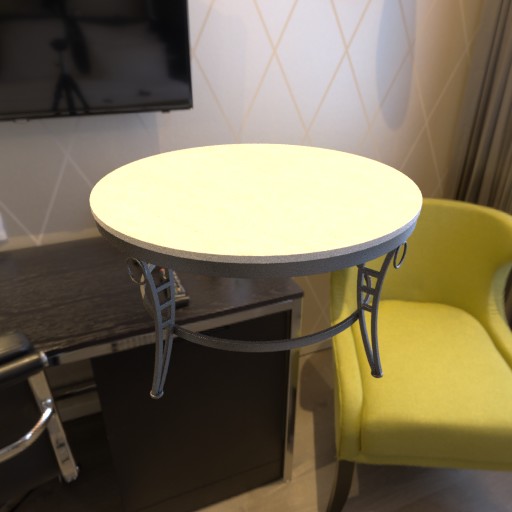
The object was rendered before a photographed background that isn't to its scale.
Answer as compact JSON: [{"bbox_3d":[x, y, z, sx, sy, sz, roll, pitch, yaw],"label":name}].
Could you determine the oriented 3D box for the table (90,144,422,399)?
[{"bbox_3d":[0.000,0.000,1.357,0.889,0.470,0.889,0,28,0],"label":"table"}]
